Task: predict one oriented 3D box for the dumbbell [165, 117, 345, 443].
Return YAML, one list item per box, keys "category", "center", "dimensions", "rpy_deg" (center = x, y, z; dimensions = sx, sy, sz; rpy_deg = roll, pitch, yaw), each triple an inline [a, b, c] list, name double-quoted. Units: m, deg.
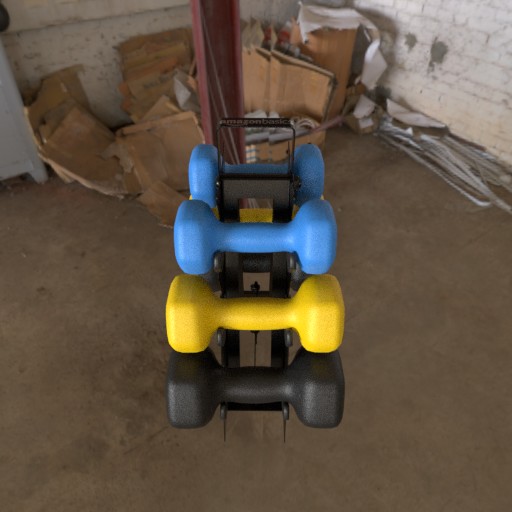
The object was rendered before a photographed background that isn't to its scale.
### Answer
- category: "dumbbell"
  center: [0.000, 0.000, 0.669]
  dimensions: [0.255, 0.426, 0.409]
  rpy_deg: [0, 41, 0]
